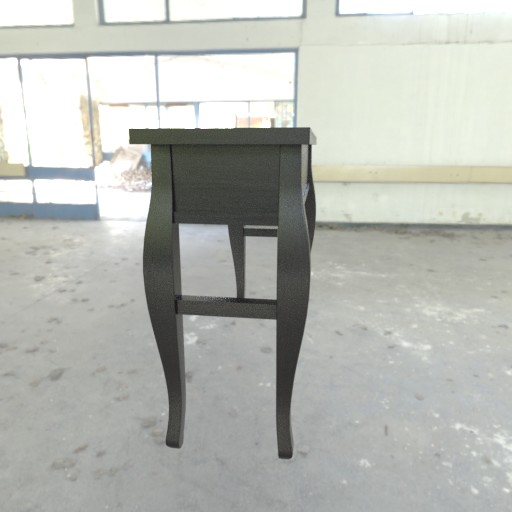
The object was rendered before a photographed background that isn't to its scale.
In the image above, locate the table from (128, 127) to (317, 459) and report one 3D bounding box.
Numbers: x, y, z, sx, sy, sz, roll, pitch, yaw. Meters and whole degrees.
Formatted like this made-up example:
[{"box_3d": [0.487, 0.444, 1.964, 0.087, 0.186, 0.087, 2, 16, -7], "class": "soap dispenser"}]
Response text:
[{"box_3d": [0.000, 0.000, 1.450, 0.373, 0.768, 1.062, 2, 14, 8], "class": "table"}]
